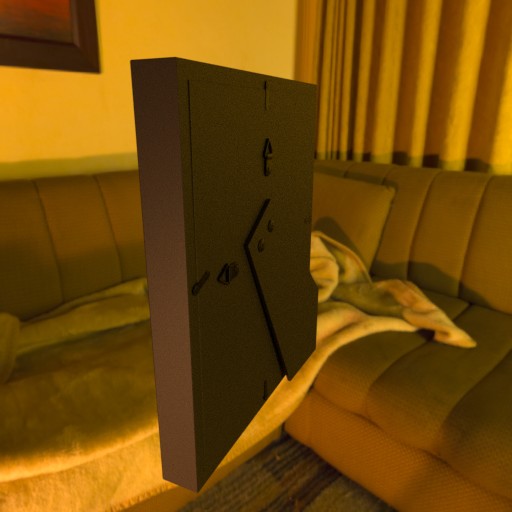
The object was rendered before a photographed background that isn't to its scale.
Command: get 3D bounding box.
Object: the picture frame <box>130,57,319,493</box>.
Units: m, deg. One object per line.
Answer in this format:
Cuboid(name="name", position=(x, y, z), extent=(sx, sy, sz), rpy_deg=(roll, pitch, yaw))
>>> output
Cuboid(name="picture frame", position=(0.000, 0.000, 0.375), extent=(0.042, 0.284, 0.232), rpy_deg=(8, 19, 24))
